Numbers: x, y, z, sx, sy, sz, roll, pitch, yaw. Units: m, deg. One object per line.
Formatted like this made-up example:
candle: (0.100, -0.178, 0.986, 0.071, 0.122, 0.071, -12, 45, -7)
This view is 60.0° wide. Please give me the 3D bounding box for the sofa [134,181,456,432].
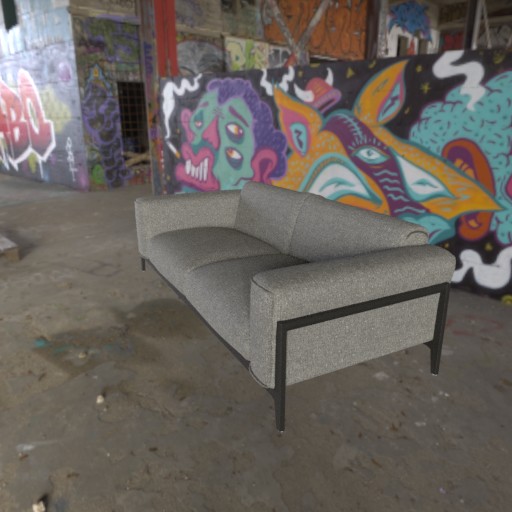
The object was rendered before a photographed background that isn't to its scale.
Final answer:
sofa: (0.000, 0.000, 2.691, 0.985, 0.703, 2.125, -9, 20, -26)
